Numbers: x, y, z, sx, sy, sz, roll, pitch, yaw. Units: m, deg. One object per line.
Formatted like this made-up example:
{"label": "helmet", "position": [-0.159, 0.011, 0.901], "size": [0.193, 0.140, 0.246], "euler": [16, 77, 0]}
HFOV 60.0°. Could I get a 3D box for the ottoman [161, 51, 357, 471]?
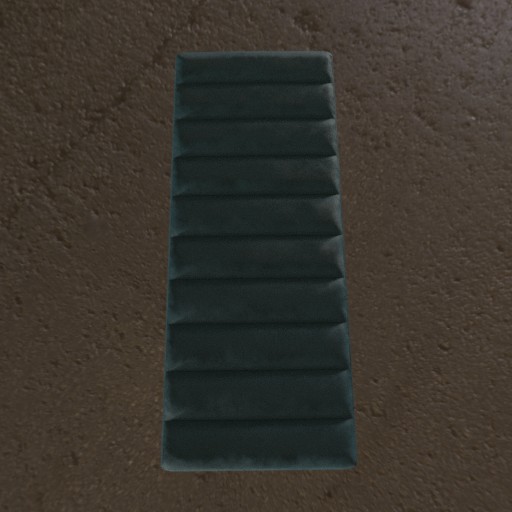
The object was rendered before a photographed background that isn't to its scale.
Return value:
{"label": "ottoman", "position": [0.000, 0.000, 1.373], "size": [0.482, 0.469, 1.151], "euler": [-1, 76, 0]}
